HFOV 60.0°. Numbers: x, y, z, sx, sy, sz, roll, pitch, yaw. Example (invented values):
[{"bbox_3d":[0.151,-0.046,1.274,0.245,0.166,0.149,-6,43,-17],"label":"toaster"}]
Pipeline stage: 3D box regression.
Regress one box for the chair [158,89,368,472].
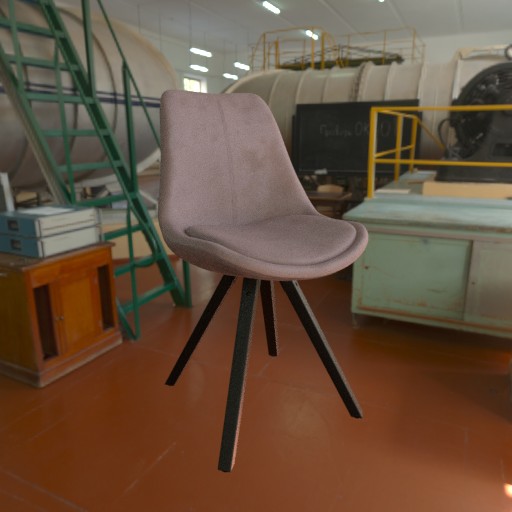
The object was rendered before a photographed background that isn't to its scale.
[{"bbox_3d":[0.000,0.000,1.181,0.483,0.865,0.547,-9,17,-29],"label":"chair"}]
